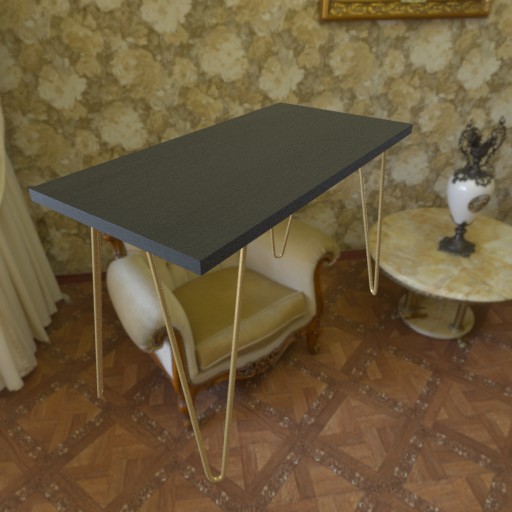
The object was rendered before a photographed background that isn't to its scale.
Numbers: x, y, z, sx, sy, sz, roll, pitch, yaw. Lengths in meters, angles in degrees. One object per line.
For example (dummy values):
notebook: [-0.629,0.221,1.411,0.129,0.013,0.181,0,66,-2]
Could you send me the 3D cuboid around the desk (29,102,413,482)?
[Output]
desk: [0.000,0.000,1.350,0.499,0.660,0.991,21,37,30]
